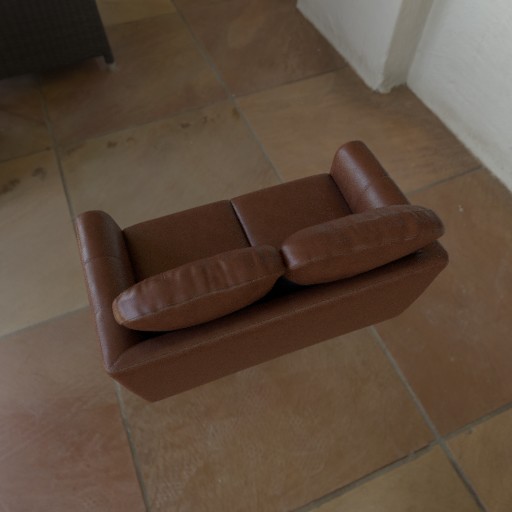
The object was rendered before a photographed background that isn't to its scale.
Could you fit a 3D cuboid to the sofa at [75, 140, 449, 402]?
[{"bbox_3d":[0.000,0.000,1.957,1.406,0.906,0.805,-17,59,-11],"label":"sofa"}]
